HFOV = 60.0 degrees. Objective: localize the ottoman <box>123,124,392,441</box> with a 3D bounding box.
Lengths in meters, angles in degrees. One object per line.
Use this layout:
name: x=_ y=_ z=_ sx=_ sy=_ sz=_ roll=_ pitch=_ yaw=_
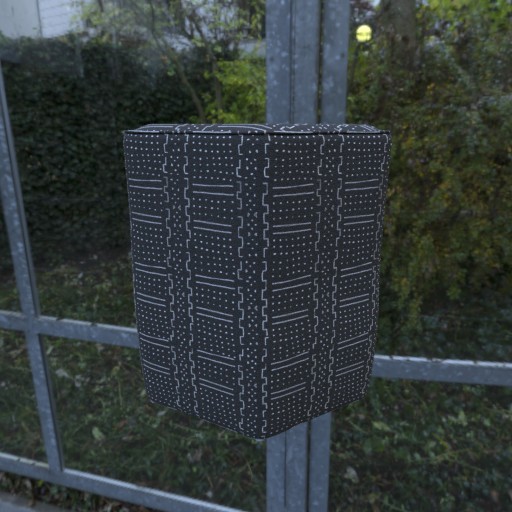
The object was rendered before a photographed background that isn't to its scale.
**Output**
ottoman: x=0.000 y=0.000 z=0.881 sx=0.494 sy=0.502 sz=0.443 roll=9 pitch=18 yaw=27
